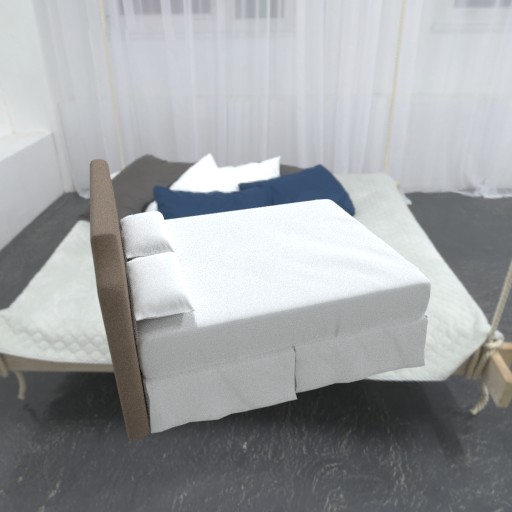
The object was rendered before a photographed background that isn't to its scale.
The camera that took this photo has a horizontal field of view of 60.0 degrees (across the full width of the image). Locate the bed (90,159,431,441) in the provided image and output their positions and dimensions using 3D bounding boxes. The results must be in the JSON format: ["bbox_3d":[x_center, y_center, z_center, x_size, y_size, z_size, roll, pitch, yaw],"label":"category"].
[{"bbox_3d":[0.000,0.000,3.266,2.116,1.290,1.693,-9,31,-16],"label":"bed"}]
